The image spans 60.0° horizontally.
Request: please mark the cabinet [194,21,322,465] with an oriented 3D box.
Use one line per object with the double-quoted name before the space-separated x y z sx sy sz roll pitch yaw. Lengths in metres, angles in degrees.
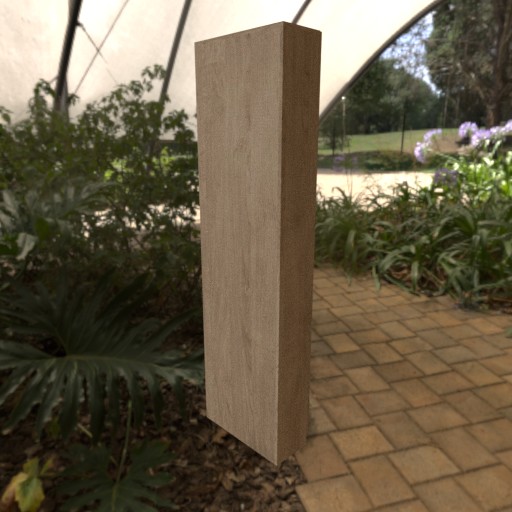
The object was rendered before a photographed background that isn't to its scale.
"cabinet" 0.000 0.000 1.985 0.230 1.790 0.500 -14 21 -43
